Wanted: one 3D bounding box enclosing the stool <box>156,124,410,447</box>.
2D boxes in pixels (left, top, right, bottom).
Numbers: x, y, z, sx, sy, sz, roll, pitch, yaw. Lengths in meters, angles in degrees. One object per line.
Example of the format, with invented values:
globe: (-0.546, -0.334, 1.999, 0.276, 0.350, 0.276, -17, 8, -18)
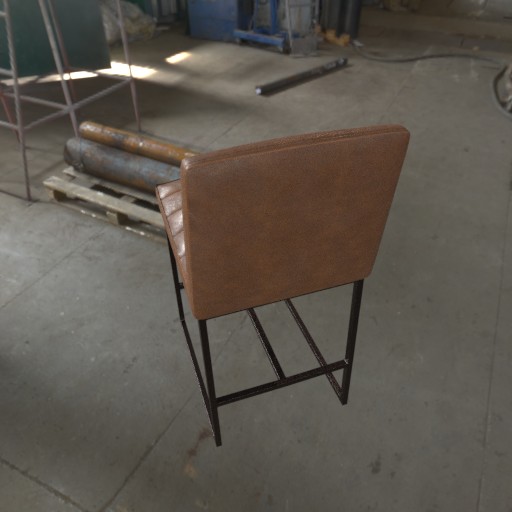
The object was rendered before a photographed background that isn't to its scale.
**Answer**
stool: (0.000, 0.000, 1.270, 0.463, 0.942, 0.562, -13, 41, -15)
